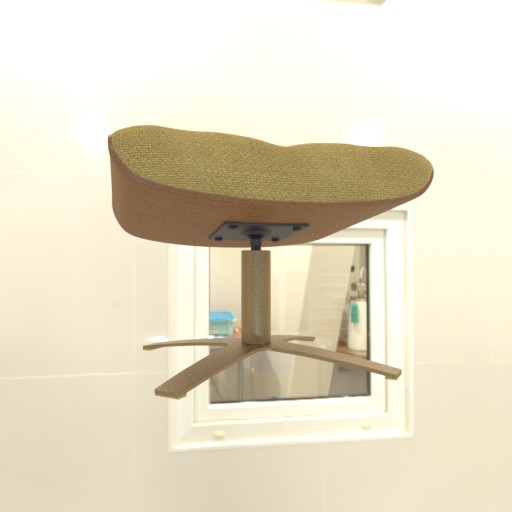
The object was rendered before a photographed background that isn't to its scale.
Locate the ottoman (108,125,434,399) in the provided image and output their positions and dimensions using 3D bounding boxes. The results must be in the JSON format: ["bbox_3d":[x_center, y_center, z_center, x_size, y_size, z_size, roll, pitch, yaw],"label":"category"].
[{"bbox_3d":[0.000,0.000,0.830,0.520,0.391,0.394,0,-1,-17],"label":"ottoman"}]
